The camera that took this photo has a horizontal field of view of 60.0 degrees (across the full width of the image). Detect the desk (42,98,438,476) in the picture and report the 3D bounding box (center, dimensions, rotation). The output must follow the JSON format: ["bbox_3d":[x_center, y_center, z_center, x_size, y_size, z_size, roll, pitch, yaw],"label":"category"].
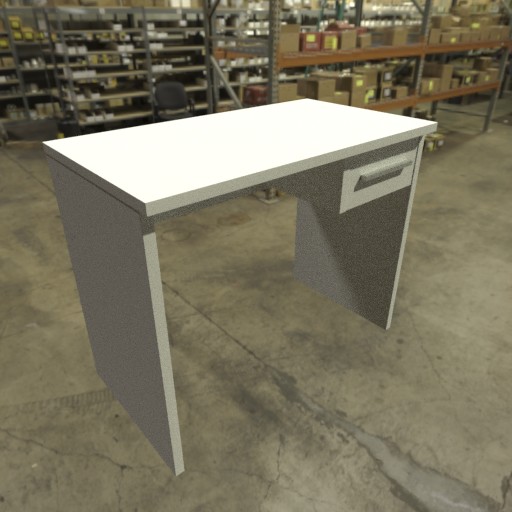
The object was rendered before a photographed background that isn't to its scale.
[{"bbox_3d":[0.000,0.000,1.311,0.900,0.729,0.498,-23,36,-35],"label":"desk"}]
